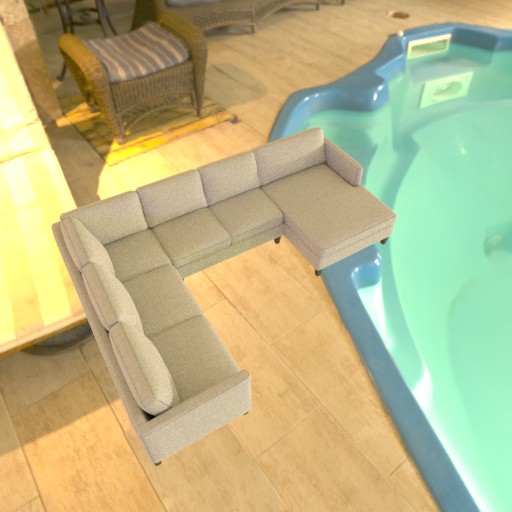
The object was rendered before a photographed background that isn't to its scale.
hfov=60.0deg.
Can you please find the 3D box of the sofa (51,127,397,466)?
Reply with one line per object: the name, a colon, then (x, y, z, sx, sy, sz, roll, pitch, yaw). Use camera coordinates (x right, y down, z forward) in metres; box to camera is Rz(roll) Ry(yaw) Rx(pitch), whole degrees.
sofa: (0.000, 0.000, 4.532, 3.403, 0.889, 2.551, -24, 52, -21)
